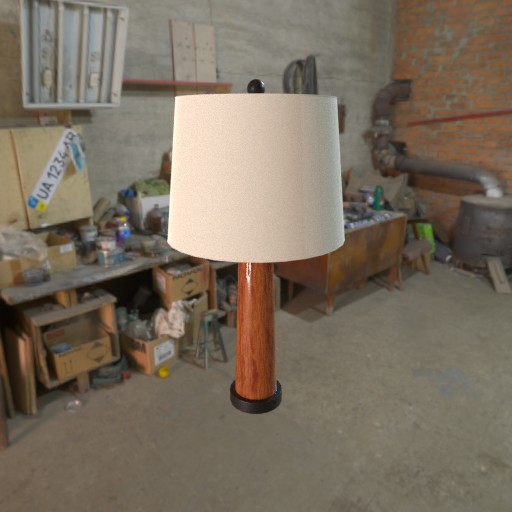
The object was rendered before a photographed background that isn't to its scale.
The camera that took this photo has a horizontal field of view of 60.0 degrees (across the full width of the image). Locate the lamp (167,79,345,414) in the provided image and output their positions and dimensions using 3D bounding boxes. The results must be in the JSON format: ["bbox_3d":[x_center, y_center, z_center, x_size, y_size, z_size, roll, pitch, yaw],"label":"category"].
[{"bbox_3d":[0.000,0.000,0.897,0.349,0.667,0.349,0,17,0],"label":"lamp"}]
